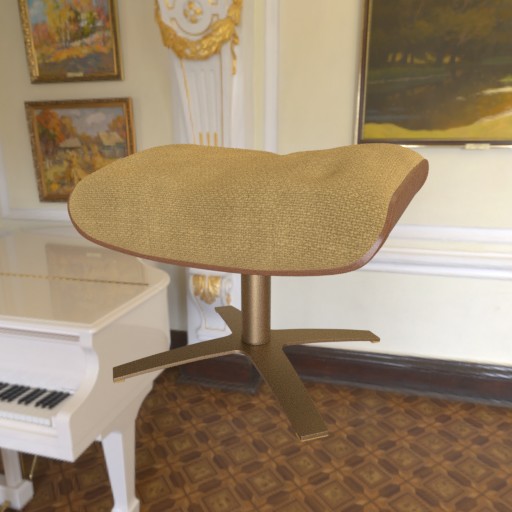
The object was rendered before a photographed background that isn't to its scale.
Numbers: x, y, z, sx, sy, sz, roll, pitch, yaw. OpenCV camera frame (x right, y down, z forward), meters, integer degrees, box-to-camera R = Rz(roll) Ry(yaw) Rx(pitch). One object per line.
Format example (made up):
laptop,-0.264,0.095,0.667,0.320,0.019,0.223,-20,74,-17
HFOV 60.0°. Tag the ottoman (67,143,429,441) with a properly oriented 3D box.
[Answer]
ottoman,0.000,0.000,0.793,0.520,0.391,0.394,7,16,26
